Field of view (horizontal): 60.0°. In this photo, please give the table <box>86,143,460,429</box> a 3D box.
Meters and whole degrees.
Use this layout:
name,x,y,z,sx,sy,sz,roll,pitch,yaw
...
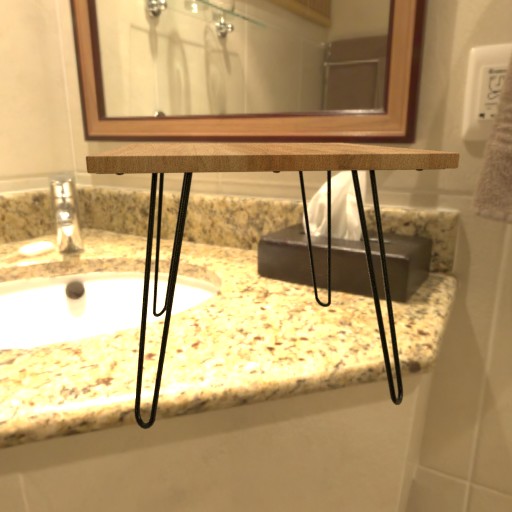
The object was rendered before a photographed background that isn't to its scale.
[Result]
name,x,y,z,sx,sy,sz,roll,pitch,yaw
table,0.000,0.000,1.048,0.599,0.500,0.599,-2,16,-8
